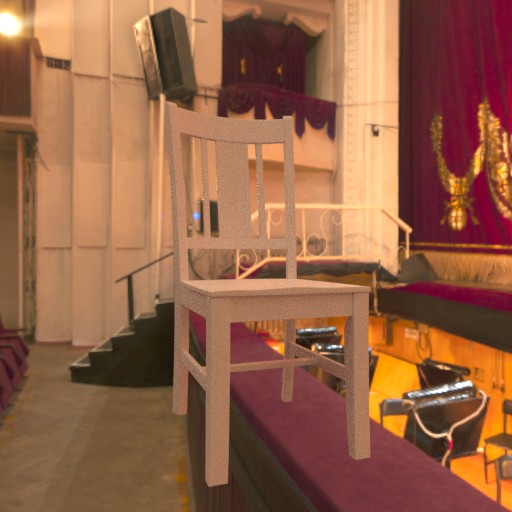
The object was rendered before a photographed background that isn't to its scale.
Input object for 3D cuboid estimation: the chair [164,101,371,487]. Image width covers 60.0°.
[{"bbox_3d":[0.000,0.000,1.278,0.450,0.998,0.555,0,0,-20],"label":"chair"}]
